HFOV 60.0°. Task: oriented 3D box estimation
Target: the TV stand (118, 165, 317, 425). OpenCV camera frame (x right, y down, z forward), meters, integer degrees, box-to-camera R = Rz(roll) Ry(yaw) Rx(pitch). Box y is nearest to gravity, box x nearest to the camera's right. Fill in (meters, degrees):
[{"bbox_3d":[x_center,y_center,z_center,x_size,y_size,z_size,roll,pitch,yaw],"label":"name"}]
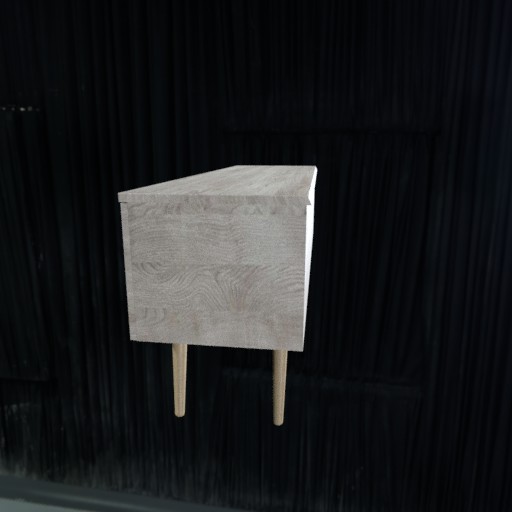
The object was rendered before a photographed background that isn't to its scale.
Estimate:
[{"bbox_3d":[0.000,0.000,1.552,0.401,0.565,1.313,2,14,8],"label":"TV stand"}]
